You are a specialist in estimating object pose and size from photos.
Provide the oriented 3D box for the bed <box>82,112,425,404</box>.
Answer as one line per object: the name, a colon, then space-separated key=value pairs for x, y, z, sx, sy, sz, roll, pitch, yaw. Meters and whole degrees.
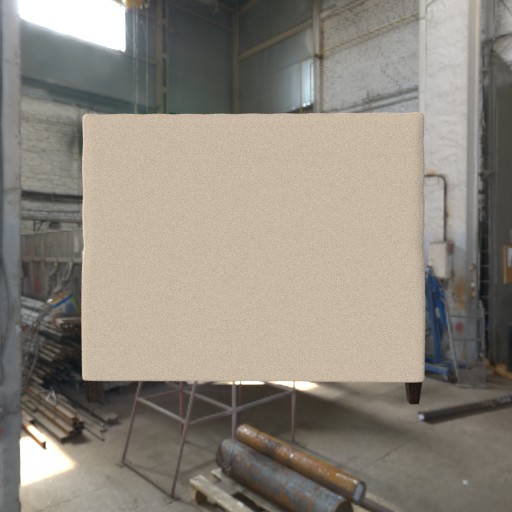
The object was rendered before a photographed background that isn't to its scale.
bed: x=0.000 y=0.000 z=3.259 sx=1.696 sy=1.426 sz=2.233 roll=0 pitch=1 yaw=1
